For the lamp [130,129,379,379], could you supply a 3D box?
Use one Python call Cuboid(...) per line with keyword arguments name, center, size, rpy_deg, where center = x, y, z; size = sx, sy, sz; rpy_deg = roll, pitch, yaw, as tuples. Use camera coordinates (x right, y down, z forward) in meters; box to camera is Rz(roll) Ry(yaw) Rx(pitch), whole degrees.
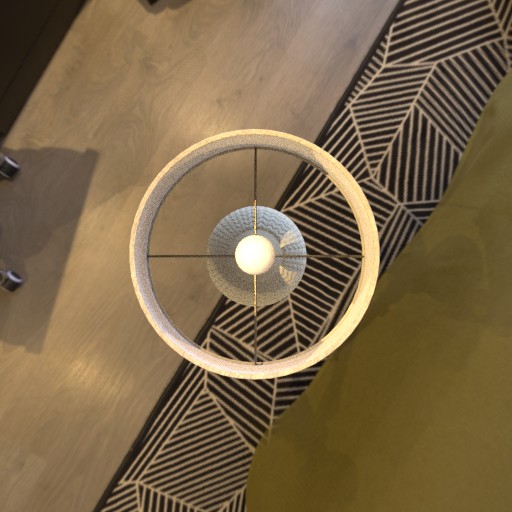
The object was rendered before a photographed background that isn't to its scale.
Cuboid(name="lamp", center=(0.000, 0.000, 0.833), size=(0.390, 0.580, 0.390), rpy_deg=(0, 90, 0))
